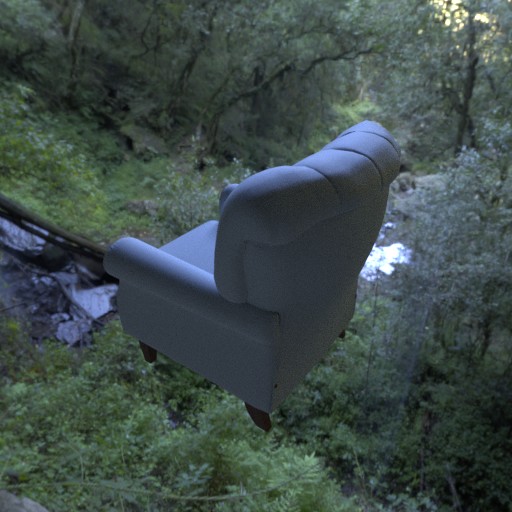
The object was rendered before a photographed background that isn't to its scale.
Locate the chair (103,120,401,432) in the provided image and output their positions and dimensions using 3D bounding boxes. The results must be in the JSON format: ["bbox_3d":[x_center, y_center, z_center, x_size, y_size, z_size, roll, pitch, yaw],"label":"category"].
[{"bbox_3d":[0.000,0.000,2.112,1.128,1.217,1.090,20,37,30],"label":"chair"}]
